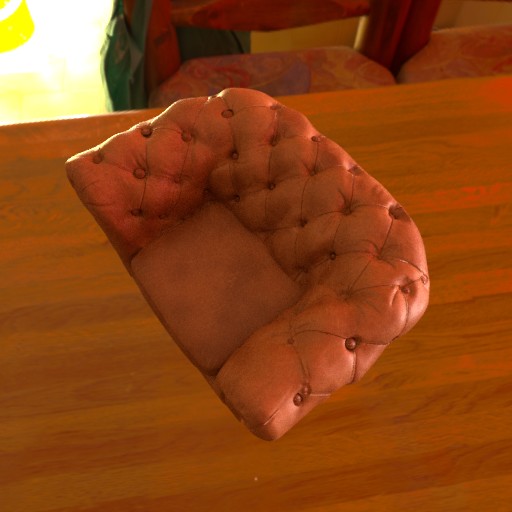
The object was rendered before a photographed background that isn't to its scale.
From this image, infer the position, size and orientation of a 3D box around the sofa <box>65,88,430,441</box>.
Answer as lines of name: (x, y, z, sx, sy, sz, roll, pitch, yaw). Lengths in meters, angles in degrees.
sofa: (0.000, 0.000, 2.040, 1.033, 0.878, 1.405, -35, 68, -16)
